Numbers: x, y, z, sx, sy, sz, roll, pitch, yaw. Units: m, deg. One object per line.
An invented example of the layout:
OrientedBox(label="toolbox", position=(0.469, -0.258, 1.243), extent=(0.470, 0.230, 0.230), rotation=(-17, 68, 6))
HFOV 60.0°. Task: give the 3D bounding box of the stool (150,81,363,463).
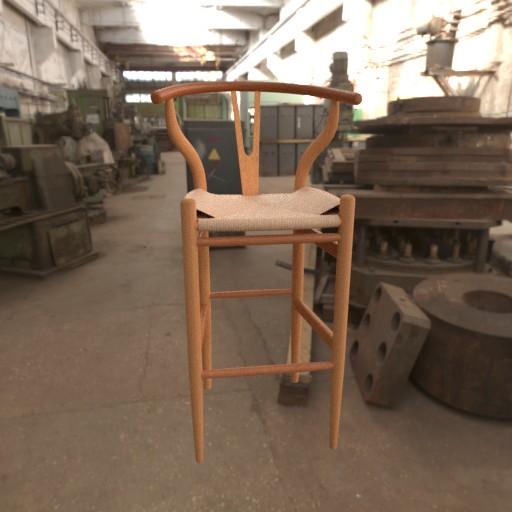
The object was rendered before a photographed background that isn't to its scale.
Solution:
OrientedBox(label="stool", position=(0.000, 0.000, 1.389), extent=(0.574, 1.068, 0.561), rotation=(-2, 17, -7))
